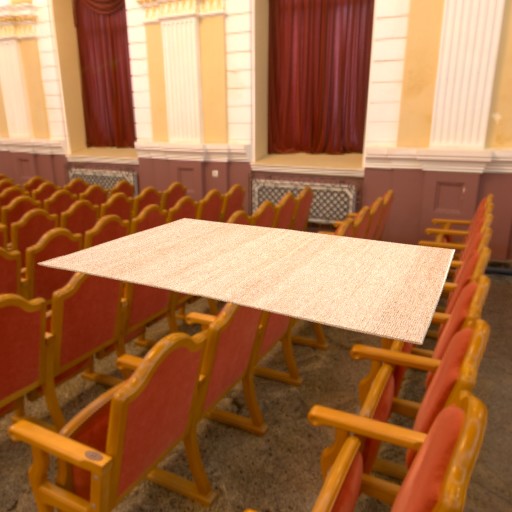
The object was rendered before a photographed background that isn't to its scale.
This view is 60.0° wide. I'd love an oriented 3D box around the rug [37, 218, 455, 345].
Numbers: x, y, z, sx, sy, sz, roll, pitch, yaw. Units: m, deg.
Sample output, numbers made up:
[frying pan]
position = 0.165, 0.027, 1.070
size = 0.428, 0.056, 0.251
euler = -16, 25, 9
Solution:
[rug]
position = 0.000, 0.000, 2.968
size = 2.346, 0.029, 1.574
euler = 9, 19, 27
